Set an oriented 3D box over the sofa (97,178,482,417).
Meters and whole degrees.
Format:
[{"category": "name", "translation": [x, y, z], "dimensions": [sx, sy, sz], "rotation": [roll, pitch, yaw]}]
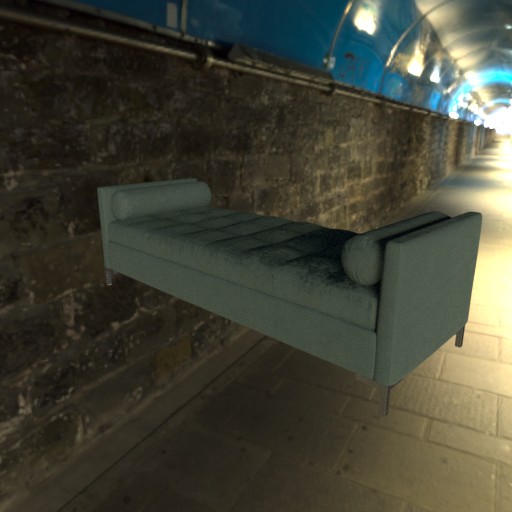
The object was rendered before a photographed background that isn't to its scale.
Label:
[{"category": "sofa", "translation": [0.000, 0.000, 2.481], "dimensions": [2.102, 0.657, 0.797], "rotation": [15, 22, 42]}]
